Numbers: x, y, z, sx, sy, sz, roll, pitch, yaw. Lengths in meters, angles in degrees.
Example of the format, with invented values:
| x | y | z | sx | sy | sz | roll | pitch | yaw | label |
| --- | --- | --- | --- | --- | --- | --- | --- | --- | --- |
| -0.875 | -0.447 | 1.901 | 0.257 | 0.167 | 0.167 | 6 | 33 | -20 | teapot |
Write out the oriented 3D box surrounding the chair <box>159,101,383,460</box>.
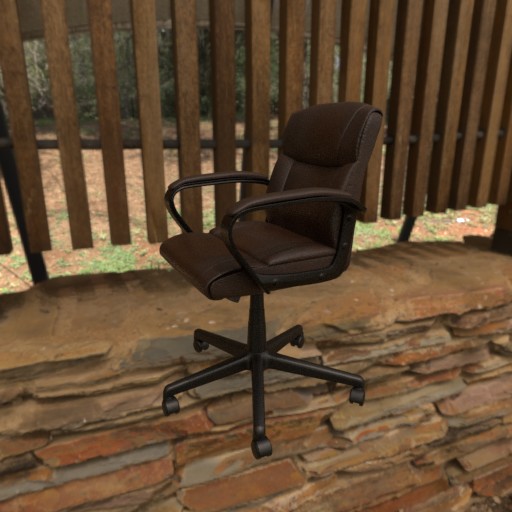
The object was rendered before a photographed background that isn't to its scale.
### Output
| x | y | z | sx | sy | sz | roll | pitch | yaw | label |
| --- | --- | --- | --- | --- | --- | --- | --- | --- | --- |
| 0.000 | 0.000 | 1.512 | 0.717 | 1.004 | 0.739 | -8 | 19 | -26 | chair |
